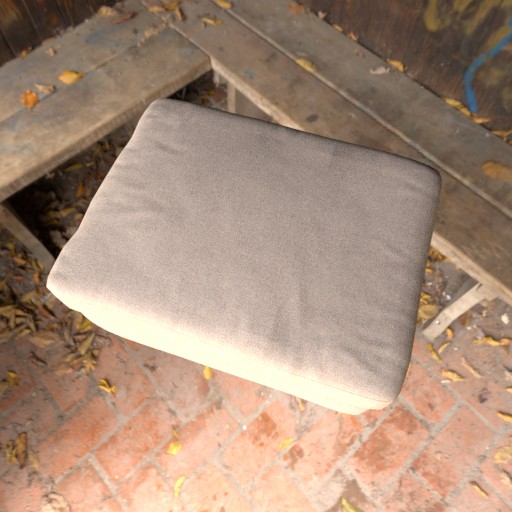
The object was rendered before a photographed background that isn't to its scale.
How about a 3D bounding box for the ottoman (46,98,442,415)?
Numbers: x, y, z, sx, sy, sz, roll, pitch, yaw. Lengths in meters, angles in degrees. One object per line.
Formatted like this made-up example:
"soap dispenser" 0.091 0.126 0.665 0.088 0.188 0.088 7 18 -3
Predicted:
"ottoman" 0.000 0.000 1.339 0.902 0.511 0.692 17 65 8
